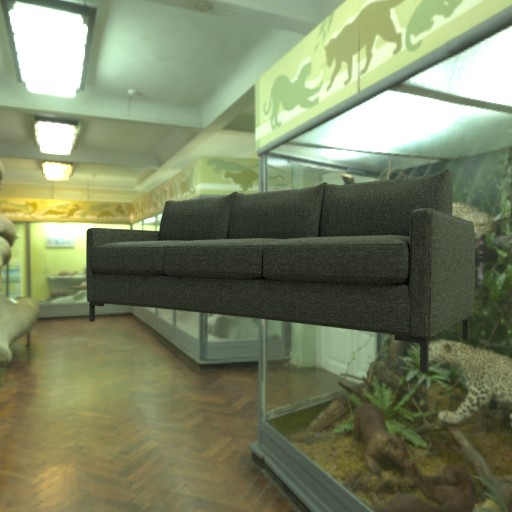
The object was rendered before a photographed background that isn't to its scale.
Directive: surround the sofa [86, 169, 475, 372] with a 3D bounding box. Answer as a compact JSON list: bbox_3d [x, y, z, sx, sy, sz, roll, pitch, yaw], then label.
[{"bbox_3d":[0.000,0.000,2.646,2.253,0.879,0.876,0,0,36],"label":"sofa"}]
